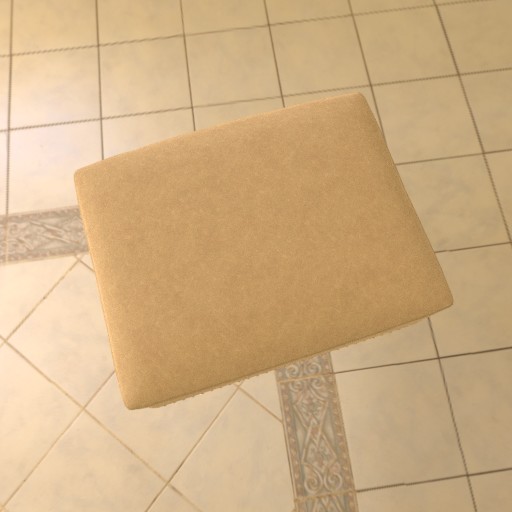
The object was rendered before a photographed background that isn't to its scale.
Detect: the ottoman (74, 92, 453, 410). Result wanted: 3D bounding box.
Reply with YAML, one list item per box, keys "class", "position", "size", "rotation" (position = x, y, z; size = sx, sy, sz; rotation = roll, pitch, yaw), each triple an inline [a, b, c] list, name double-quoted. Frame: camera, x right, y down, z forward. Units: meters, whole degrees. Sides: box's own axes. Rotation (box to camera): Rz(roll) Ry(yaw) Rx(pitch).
- class: "ottoman"
  position: [0.000, 0.000, 1.169]
  size: [0.741, 0.513, 0.584]
  rotation: [-17, 75, -5]
